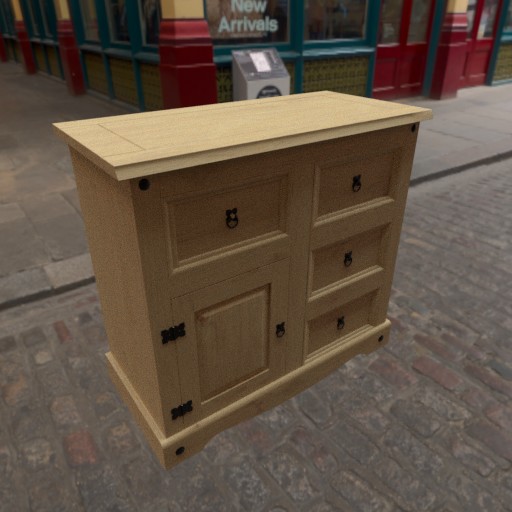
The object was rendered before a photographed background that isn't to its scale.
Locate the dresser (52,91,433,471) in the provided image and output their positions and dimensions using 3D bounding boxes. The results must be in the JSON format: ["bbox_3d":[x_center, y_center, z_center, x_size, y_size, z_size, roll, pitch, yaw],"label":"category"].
[{"bbox_3d":[0.000,0.000,1.362,0.915,0.835,0.440,-19,34,-31],"label":"dresser"}]
